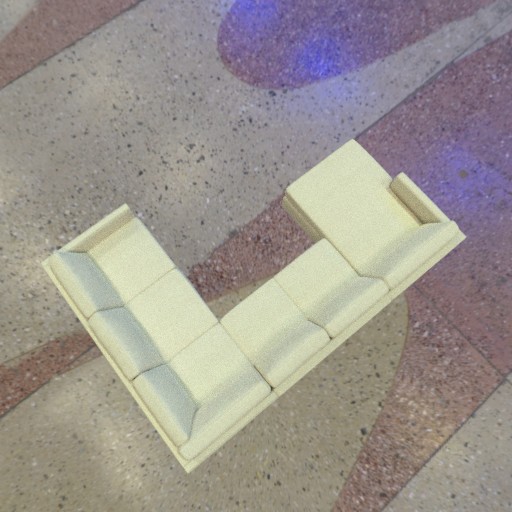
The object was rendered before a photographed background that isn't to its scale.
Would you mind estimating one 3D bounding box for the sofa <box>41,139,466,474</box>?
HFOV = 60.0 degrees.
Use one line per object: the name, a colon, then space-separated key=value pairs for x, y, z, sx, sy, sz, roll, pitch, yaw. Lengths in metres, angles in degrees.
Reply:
sofa: x=0.000 y=0.000 z=4.580 sx=3.464 sy=0.882 sz=2.448 roll=-38 pitch=78 yaw=-10
